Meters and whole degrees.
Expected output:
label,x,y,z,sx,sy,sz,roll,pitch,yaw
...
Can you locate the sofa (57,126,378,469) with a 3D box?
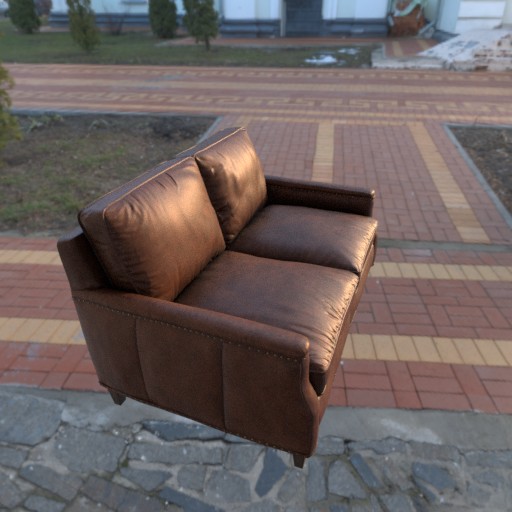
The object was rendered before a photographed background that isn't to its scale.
label,x,y,z,sx,sy,sz,roll,pitch,yaw
sofa,0.000,0.000,2.300,1.083,1.003,1.628,11,32,18
